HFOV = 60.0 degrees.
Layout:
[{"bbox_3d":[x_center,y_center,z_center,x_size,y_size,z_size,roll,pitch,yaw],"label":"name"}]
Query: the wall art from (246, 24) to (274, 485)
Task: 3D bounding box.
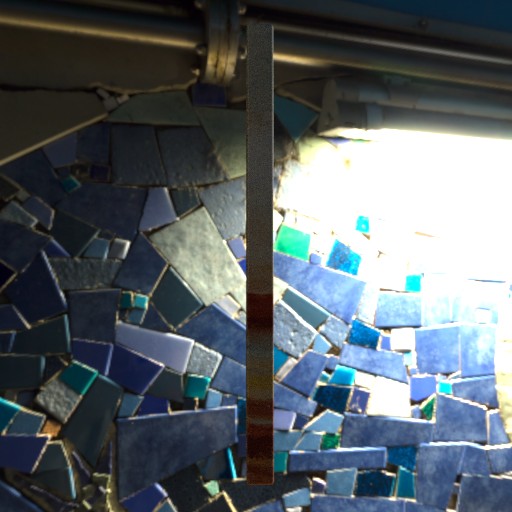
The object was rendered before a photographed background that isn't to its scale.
[{"bbox_3d":[0.000,0.000,0.800,0.035,0.605,0.443,0,-2,-1],"label":"wall art"}]
